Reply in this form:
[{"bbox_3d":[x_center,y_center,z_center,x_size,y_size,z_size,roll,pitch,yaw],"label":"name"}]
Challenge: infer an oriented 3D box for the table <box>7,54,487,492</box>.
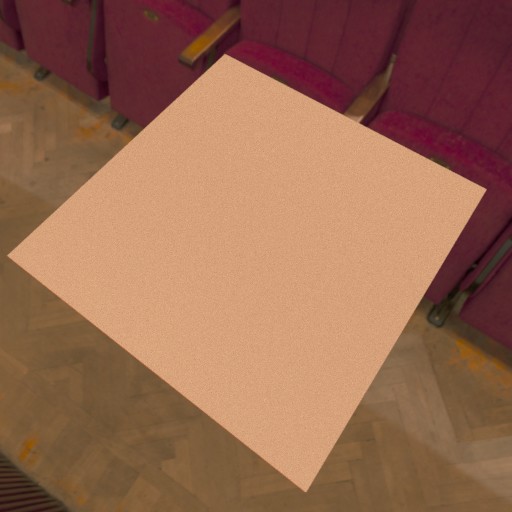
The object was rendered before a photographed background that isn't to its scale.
[{"bbox_3d":[0.000,0.000,1.005,0.670,0.305,0.670,33,68,15],"label":"table"}]
